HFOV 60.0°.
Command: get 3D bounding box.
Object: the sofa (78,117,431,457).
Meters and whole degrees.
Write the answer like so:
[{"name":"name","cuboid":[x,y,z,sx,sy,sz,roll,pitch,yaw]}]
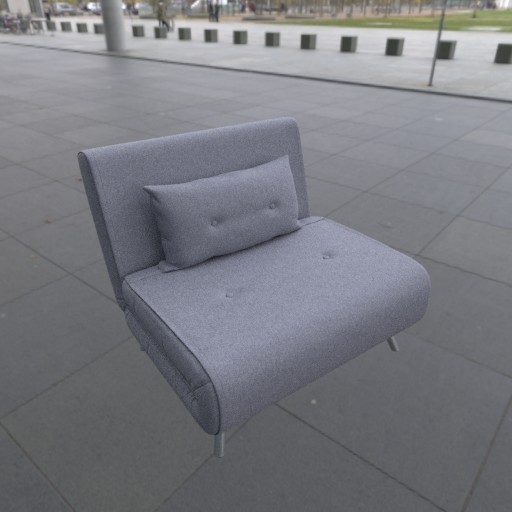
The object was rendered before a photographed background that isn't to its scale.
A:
[{"name":"sofa","cuboid":[0.000,0.000,1.777,1.020,0.825,1.000,-19,35,-30]}]
